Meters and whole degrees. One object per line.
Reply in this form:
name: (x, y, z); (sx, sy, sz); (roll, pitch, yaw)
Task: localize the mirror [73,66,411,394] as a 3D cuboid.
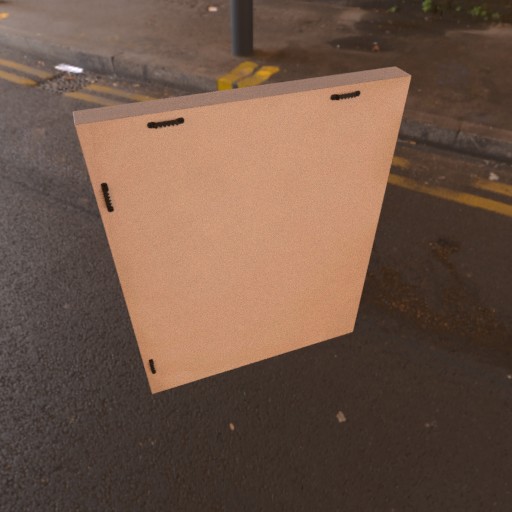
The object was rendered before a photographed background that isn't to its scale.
mirror: (0.000, 0.000, 0.683); (0.405, 0.508, 0.041); (-14, 43, -15)
